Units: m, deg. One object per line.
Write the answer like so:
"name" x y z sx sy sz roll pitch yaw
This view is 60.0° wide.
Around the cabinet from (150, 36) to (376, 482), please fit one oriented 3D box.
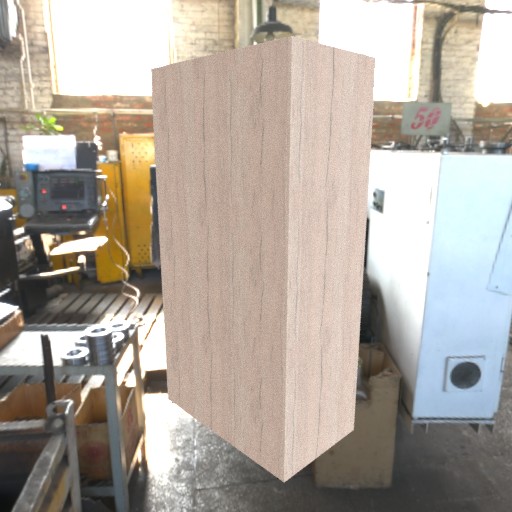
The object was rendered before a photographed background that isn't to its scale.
"cabinet" 0.000 0.000 2.387 0.580 1.930 0.980 -13 19 -42
